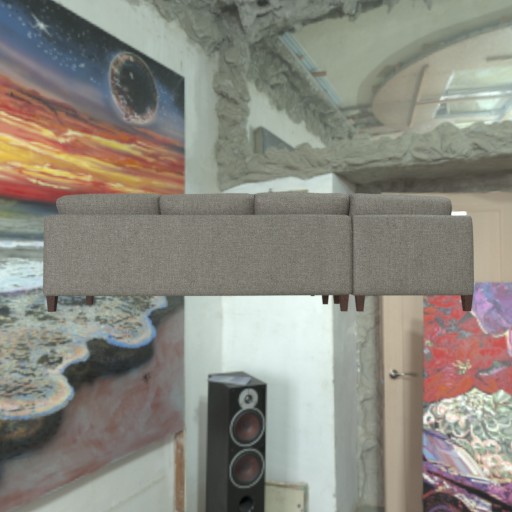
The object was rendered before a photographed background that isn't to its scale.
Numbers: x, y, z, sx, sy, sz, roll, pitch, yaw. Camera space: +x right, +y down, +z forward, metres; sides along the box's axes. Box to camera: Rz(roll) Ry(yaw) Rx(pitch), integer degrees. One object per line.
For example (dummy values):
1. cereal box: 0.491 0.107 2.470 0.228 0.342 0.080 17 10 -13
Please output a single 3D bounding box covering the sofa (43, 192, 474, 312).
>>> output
1. sofa: 0.000 0.000 4.601 3.302 0.947 2.593 0 -2 -1
